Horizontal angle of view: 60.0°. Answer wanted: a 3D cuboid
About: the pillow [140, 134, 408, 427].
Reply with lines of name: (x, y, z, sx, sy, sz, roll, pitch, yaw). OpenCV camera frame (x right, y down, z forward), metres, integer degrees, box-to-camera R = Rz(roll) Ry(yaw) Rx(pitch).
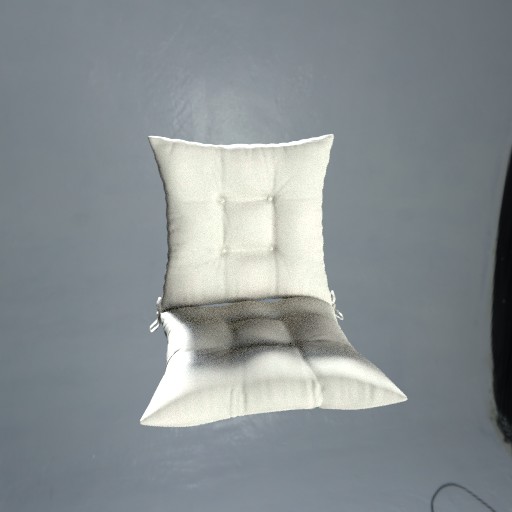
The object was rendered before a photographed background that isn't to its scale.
pillow: (0.000, 0.000, 1.031, 0.541, 0.536, 0.585, -2, 16, -8)
